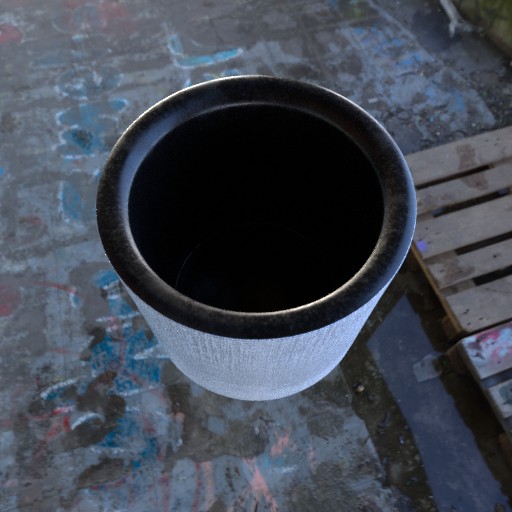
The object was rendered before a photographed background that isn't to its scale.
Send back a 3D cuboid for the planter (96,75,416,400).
[{"bbox_3d":[0.000,0.000,0.287,0.160,0.156,0.160,0,63,0],"label":"planter"}]
